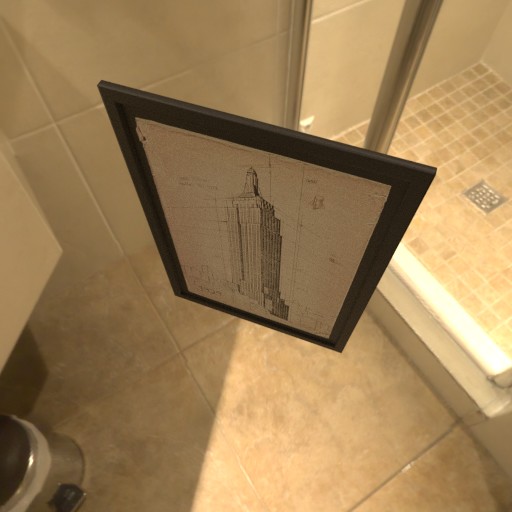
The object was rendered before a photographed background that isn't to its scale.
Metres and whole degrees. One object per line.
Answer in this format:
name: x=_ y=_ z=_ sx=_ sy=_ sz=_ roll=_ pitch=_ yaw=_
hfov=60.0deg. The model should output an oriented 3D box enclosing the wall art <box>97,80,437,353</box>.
wall art: x=0.000 y=0.000 z=0.844 sx=0.451 sy=0.661 sz=0.012 roll=18 pitch=61 yaw=10
